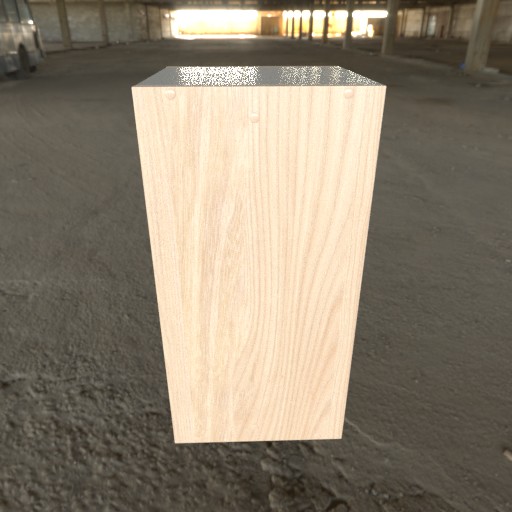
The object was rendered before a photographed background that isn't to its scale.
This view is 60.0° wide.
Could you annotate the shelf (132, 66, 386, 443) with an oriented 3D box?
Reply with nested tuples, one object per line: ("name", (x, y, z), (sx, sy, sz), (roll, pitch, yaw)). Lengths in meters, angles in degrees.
("shelf", (0.000, 0.000, 0.780), (0.297, 0.594, 0.290), (-1, 28, -2))
